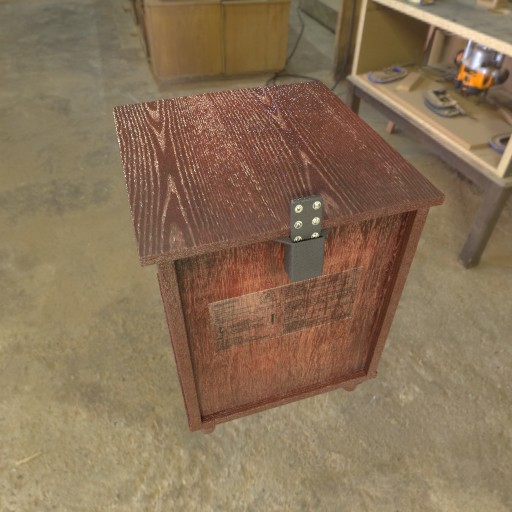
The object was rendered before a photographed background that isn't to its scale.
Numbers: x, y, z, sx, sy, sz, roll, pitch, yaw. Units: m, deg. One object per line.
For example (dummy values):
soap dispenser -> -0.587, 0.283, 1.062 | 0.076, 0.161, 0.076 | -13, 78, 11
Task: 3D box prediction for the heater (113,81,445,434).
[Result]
heater -> 0.000, 0.000, 0.753 | 0.362, 0.481, 0.400 | -12, 44, -13
